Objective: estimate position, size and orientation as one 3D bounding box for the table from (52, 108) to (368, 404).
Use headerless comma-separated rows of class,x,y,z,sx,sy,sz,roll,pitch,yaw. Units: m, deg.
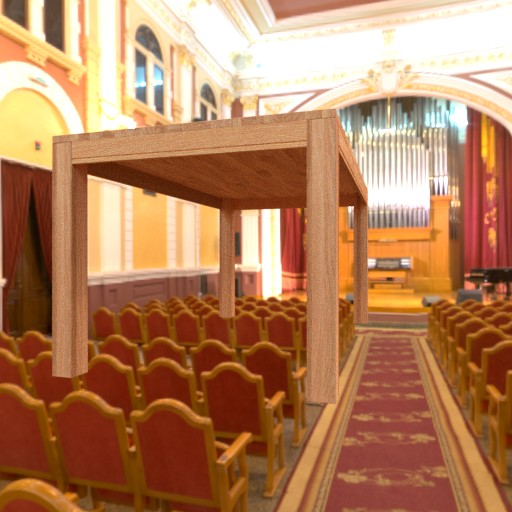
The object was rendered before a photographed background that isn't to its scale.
table,0.000,0.000,2.001,0.900,0.770,1.500,0,0,17
